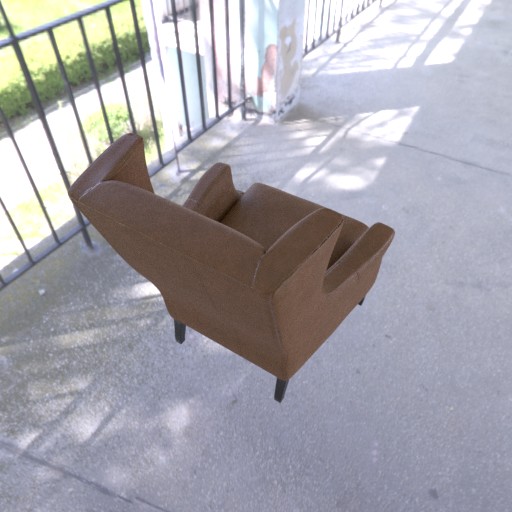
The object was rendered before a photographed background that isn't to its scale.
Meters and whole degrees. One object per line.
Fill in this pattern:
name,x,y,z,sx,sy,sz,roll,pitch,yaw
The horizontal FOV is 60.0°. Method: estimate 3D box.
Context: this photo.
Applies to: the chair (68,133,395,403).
chair,0.000,0.000,1.712,0.852,1.016,0.925,25,51,22
